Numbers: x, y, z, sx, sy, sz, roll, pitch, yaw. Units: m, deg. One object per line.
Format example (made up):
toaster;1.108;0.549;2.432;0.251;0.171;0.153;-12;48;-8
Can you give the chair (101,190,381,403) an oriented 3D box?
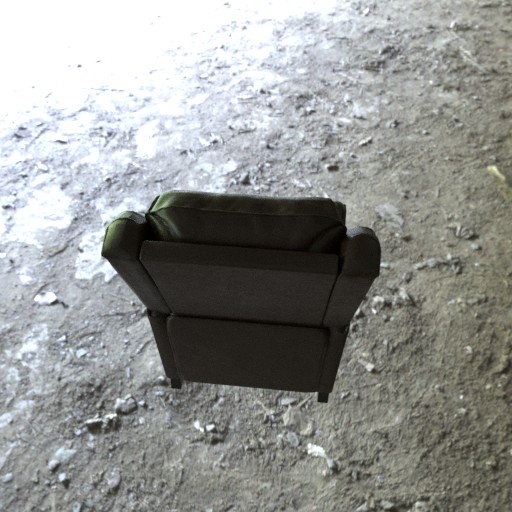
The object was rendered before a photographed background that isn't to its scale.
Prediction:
chair;0.000;0.000;1.826;0.770;1.132;0.982;4;47;4
